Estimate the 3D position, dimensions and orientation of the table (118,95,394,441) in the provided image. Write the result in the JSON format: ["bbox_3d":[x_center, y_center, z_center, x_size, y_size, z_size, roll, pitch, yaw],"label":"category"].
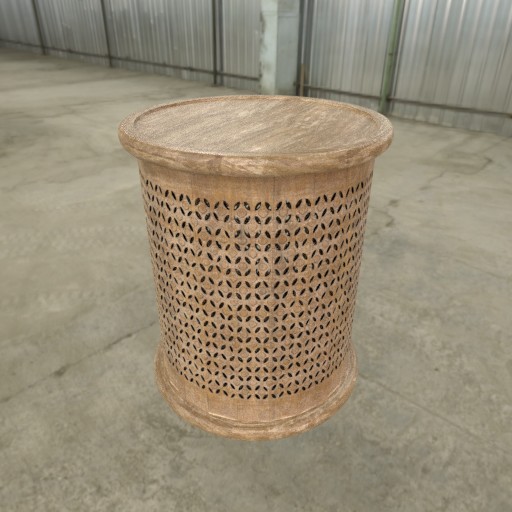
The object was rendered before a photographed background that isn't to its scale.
[{"bbox_3d":[0.000,0.000,0.790,0.407,0.482,0.407,0,29,0],"label":"table"}]
